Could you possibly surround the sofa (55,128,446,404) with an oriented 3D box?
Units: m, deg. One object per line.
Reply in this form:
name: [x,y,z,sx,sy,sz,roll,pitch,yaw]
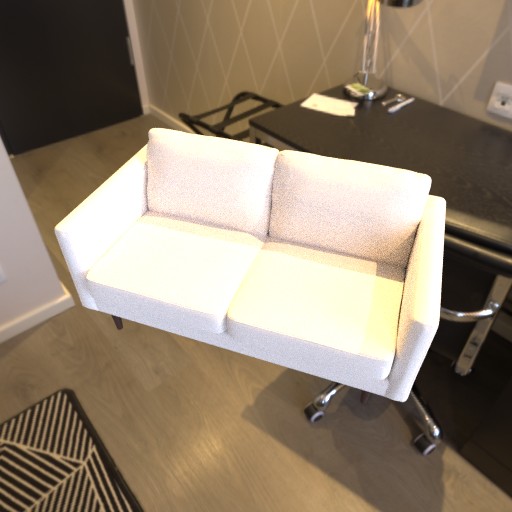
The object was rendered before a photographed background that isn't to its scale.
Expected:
sofa: [0.000,0.000,2.283,1.713,0.893,0.940,13,44,14]
